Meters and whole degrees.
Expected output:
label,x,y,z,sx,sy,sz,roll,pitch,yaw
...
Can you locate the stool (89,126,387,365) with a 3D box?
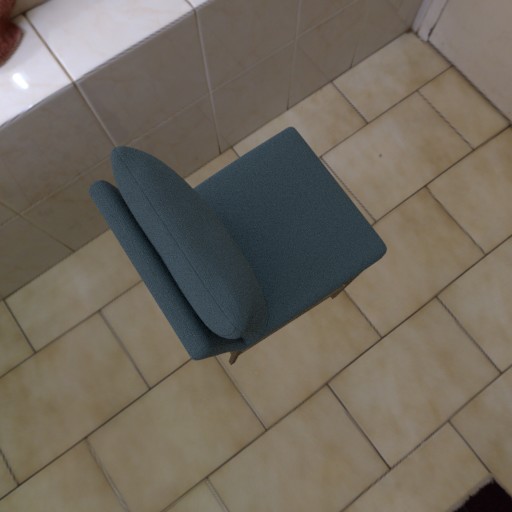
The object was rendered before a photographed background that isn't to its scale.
label,x,y,z,sx,sy,sz,roll,pitch,yaw
stool,0.000,0.000,1.381,0.568,1.124,0.463,-33,78,-8
